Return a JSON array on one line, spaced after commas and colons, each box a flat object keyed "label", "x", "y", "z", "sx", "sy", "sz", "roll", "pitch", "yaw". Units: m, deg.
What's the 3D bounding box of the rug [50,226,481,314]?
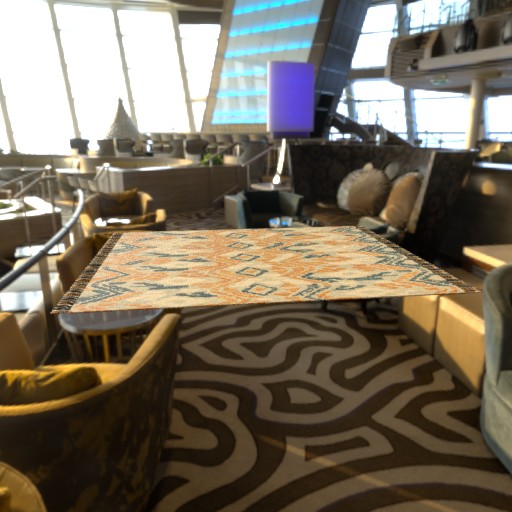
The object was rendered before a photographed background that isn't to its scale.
[{"label": "rug", "x": 0.000, "y": 0.000, "z": 4.242, "sx": 3.048, "sy": 0.010, "sz": 2.439, "roll": -2, "pitch": 16, "yaw": -7}]
